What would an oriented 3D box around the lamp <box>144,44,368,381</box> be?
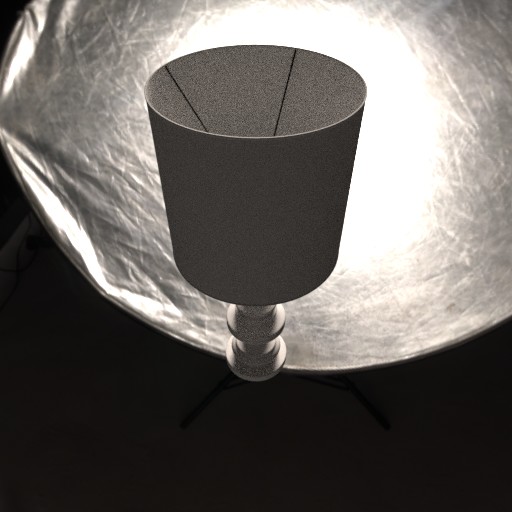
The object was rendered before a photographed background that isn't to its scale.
[{"bbox_3d":[0.000,0.000,0.577,0.208,0.455,0.208,4,44,4],"label":"lamp"}]
